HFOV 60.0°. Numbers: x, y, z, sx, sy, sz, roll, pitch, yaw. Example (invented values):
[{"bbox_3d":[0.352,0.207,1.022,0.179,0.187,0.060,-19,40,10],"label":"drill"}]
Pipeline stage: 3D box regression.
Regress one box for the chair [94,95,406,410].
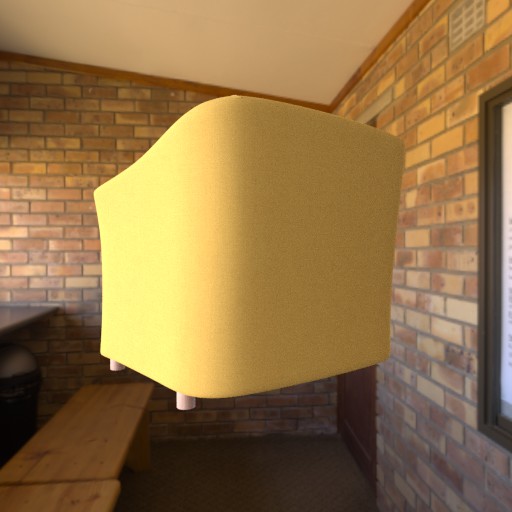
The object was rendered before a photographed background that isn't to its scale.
[{"bbox_3d":[0.000,0.000,1.388,0.790,0.720,0.700,0,0,-38],"label":"chair"}]
